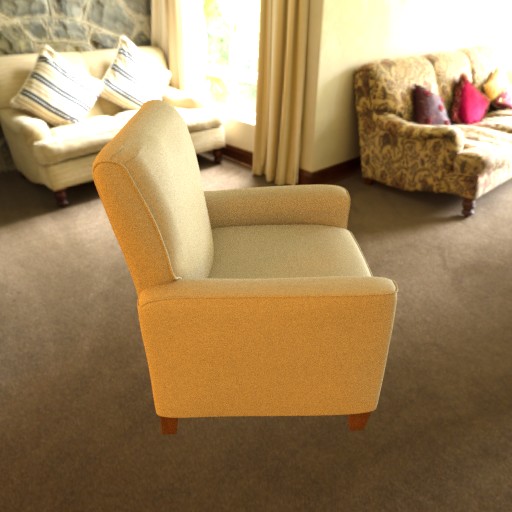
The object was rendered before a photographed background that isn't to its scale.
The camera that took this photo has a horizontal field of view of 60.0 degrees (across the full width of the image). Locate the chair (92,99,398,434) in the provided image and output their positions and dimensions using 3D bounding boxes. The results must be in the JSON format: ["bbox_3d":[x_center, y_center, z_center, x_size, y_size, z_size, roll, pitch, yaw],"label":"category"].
[{"bbox_3d":[0.000,0.000,1.636,0.858,1.023,0.841,-1,31,-1],"label":"chair"}]
